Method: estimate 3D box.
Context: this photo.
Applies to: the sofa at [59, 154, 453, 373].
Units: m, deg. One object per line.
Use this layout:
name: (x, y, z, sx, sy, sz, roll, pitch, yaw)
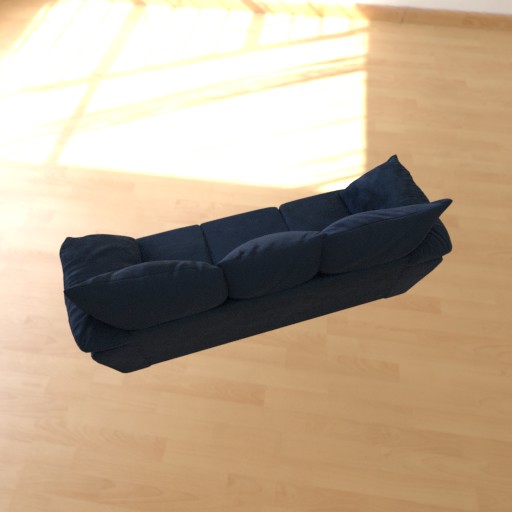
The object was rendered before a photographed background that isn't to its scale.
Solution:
sofa: (0.000, 0.000, 2.920, 2.390, 1.091, 0.907, -14, 58, -9)
